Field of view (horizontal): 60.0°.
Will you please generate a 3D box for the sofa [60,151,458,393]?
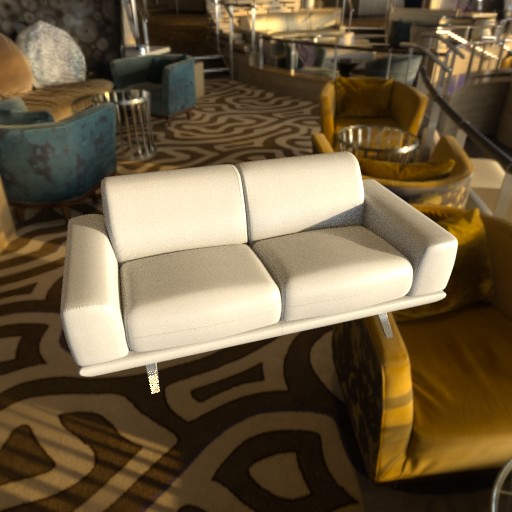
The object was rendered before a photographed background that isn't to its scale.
[{"bbox_3d":[0.000,0.000,2.399,1.901,0.772,0.900,-9,33,-15],"label":"sofa"}]
